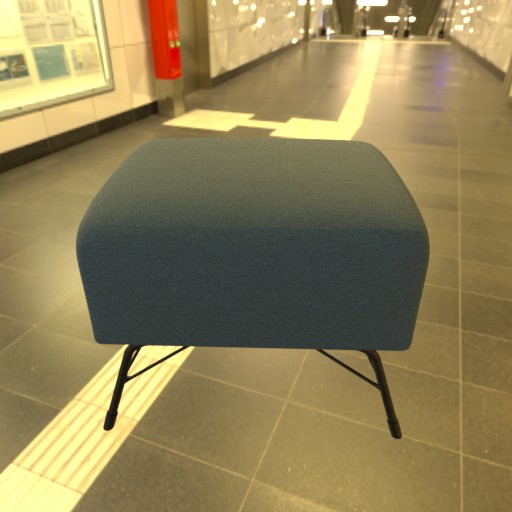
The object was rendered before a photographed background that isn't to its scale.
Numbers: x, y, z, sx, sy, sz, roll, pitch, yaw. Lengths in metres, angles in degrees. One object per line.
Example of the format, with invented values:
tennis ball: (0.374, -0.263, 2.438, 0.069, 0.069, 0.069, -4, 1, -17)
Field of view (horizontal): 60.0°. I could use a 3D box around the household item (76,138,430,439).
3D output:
household item: (0.000, 0.000, 0.902, 0.530, 0.420, 0.530, 1, 30, 2)
